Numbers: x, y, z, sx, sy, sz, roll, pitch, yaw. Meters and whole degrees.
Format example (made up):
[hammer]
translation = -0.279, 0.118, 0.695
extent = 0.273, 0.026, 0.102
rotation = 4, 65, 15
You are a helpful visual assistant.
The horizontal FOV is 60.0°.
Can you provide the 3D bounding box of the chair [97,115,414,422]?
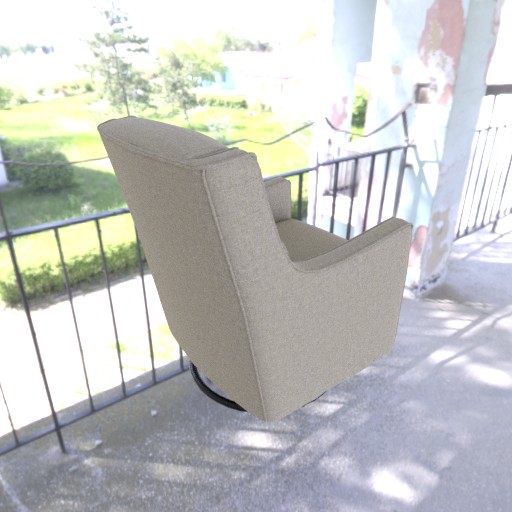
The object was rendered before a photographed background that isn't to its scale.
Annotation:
[chair]
translation = 0.000, 0.000, 1.613
extent = 0.879, 0.993, 0.732
rotation = -19, 32, -33
